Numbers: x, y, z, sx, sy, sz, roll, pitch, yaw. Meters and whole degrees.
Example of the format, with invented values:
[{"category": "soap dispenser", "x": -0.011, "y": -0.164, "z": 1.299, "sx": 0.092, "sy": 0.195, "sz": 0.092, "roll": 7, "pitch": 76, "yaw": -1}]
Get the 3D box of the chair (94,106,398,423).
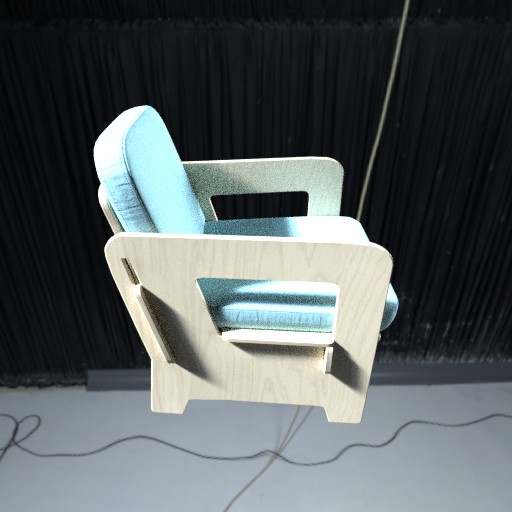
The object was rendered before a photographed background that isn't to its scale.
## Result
[{"category": "chair", "x": 0.000, "y": 0.000, "z": 1.290, "sx": 0.710, "sy": 0.800, "sz": 0.590, "roll": -1, "pitch": 31, "yaw": -1}]
